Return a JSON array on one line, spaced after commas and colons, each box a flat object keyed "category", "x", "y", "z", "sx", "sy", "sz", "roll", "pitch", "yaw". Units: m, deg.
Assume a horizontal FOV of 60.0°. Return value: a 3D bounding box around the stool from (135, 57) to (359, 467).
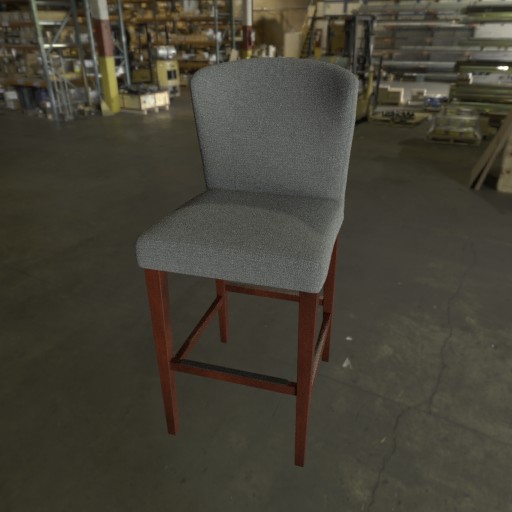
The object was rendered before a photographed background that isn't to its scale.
[{"category": "stool", "x": 0.000, "y": 0.000, "z": 1.329, "sx": 0.486, "sy": 1.069, "sz": 0.568, "roll": 7, "pitch": 27, "yaw": 15}]
